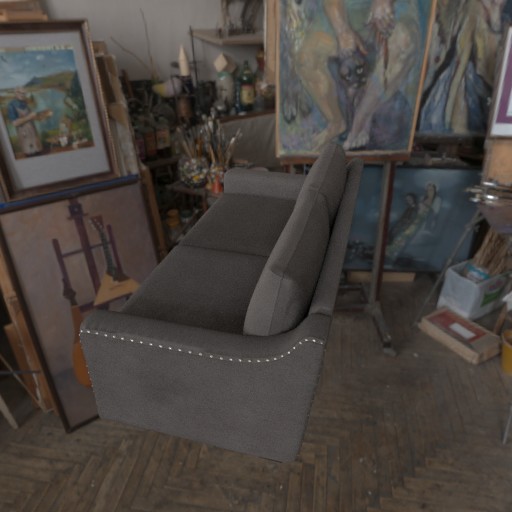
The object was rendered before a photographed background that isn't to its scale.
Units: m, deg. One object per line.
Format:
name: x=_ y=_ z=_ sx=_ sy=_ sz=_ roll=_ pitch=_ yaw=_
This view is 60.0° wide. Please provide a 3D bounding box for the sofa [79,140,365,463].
sofa: x=0.000 y=0.000 z=3.303 sx=1.336 sy=1.196 sz=2.550 roll=8 pitch=32 yaw=13
